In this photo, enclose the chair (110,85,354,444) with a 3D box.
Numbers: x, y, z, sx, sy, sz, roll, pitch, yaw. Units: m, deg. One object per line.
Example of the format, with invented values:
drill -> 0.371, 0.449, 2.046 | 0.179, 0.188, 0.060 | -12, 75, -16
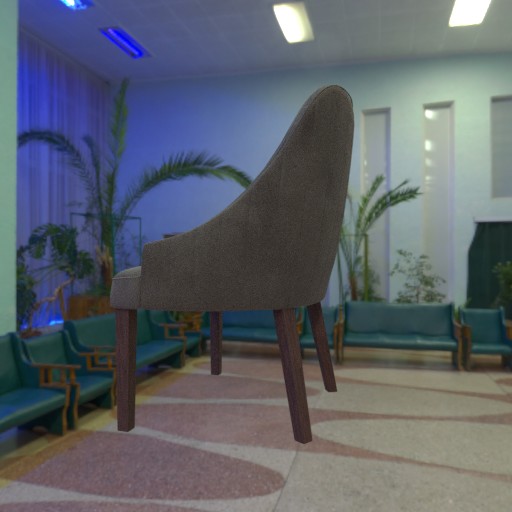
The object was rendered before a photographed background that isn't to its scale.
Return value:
chair -> 0.000, 0.000, 1.326 | 0.575, 0.889, 0.643 | 0, 0, 19
